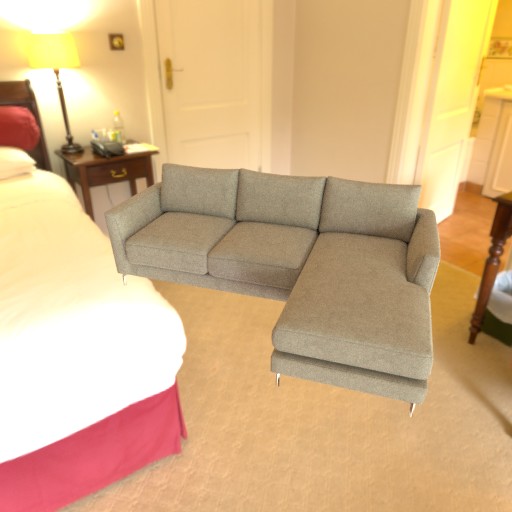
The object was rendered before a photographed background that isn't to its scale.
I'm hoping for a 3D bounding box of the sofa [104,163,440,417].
[{"bbox_3d":[0.000,0.000,3.189,2.438,0.864,1.626,8,28,16],"label":"sofa"}]
